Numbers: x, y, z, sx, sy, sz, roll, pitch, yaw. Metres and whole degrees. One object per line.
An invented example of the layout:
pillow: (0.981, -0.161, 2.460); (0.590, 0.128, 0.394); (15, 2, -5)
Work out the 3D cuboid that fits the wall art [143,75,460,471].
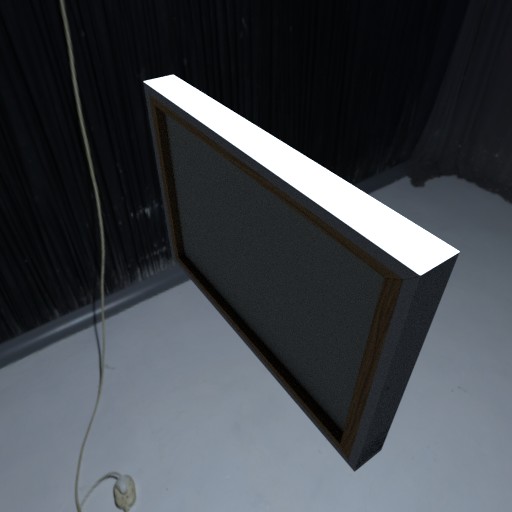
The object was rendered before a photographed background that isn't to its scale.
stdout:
wall art: (0.000, 0.000, 0.465); (0.038, 0.259, 0.381); (-25, 47, -26)
